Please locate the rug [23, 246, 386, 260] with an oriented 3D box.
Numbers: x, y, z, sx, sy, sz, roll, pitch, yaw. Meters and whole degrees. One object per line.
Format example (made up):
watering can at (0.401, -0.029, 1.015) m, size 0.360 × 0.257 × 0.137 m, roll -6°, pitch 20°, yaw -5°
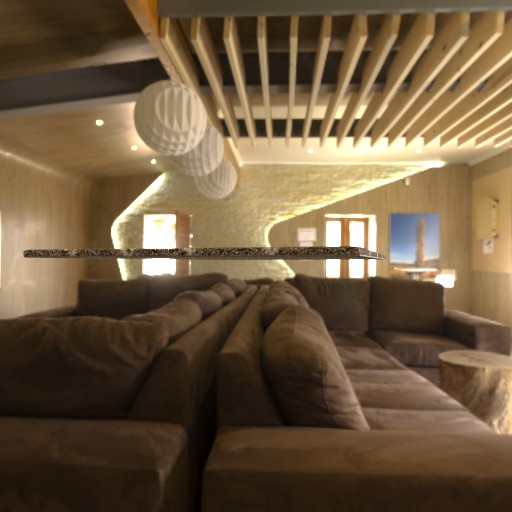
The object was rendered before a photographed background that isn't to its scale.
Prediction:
rug at (0.000, 0.000, 2.271) m, size 1.219 × 0.030 × 1.778 m, roll 0°, pitch -1°, yaw 19°
